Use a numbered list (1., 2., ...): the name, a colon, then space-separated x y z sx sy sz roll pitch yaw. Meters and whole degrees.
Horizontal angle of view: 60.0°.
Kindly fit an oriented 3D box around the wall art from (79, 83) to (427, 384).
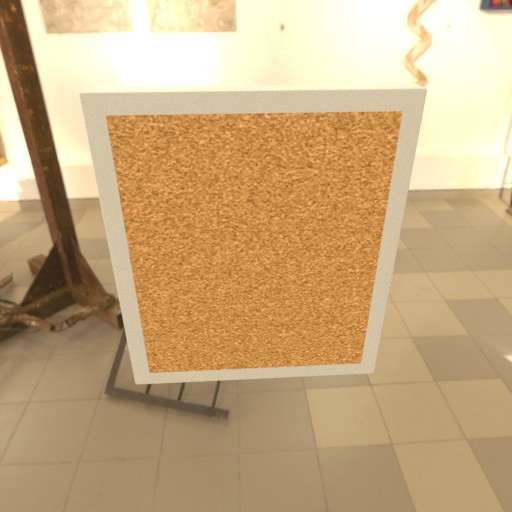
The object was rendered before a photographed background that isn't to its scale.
1. wall art: 0.000 0.000 0.528 0.331 0.381 0.028 -2 31 -3
